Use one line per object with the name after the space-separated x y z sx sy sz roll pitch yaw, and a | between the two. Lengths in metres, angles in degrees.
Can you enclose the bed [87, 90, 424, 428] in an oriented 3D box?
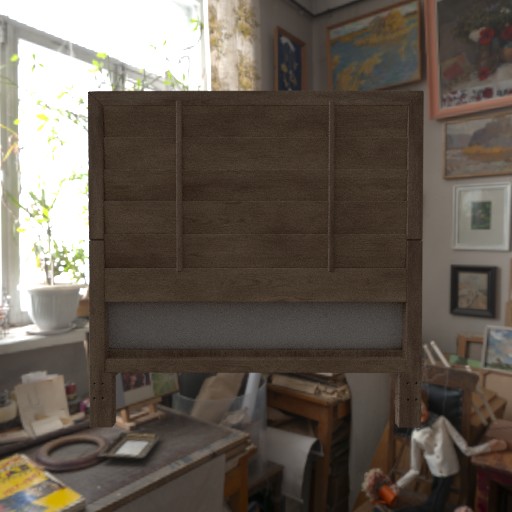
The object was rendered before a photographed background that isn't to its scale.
0.000 0.000 3.146 1.615 1.631 2.017 0 1 0 | bed
